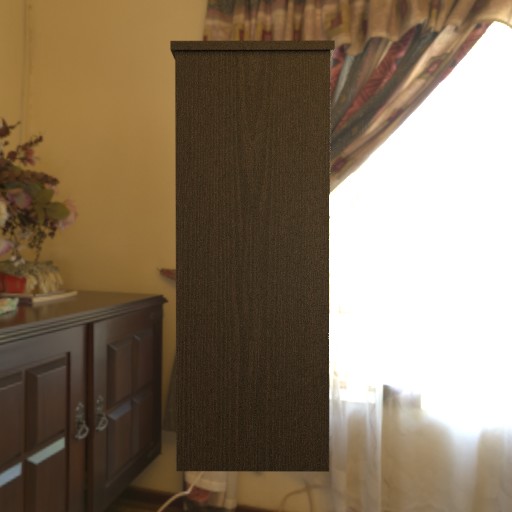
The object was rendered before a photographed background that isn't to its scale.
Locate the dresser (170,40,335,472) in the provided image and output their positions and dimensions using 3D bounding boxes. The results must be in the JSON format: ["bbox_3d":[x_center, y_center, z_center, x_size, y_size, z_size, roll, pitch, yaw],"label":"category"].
[{"bbox_3d":[0.000,0.000,1.397,0.399,1.020,0.704,0,1,0],"label":"dresser"}]
